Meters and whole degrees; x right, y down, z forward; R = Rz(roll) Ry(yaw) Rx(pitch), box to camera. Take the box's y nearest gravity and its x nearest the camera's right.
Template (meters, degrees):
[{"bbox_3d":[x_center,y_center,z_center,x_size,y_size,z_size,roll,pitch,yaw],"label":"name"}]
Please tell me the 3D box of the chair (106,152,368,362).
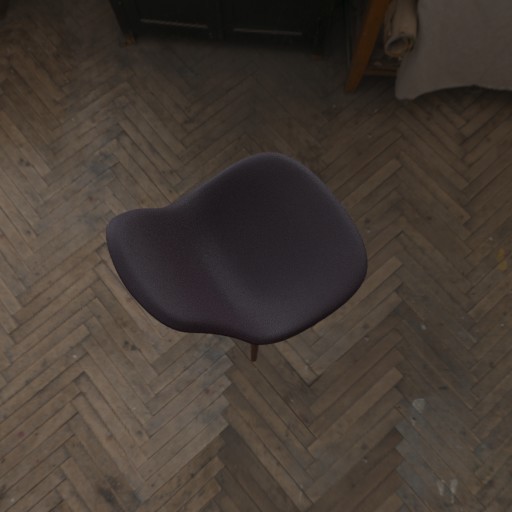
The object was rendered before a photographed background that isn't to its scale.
[{"bbox_3d":[0.000,0.000,1.167,0.533,0.826,0.470,-34,78,-8],"label":"chair"}]
